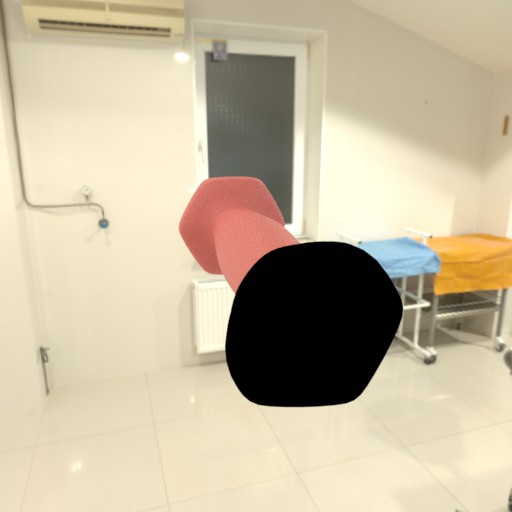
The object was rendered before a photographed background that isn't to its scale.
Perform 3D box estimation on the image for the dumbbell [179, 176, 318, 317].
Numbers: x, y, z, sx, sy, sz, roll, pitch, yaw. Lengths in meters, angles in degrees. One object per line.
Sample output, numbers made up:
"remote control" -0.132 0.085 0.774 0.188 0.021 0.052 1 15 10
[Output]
"dumbbell" 0.000 0.000 0.145 0.047 0.043 0.123 -3 15 -11
